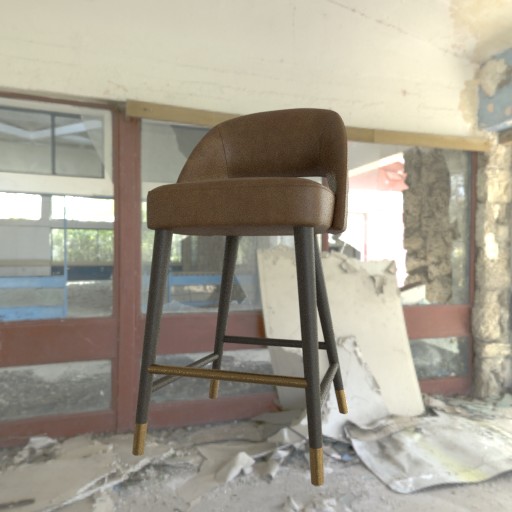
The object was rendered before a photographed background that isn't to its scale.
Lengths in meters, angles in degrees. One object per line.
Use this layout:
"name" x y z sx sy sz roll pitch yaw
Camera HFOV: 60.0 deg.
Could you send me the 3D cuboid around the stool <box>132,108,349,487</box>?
"stool" 0.000 0.000 1.208 0.494 0.940 0.509 0 0 18
